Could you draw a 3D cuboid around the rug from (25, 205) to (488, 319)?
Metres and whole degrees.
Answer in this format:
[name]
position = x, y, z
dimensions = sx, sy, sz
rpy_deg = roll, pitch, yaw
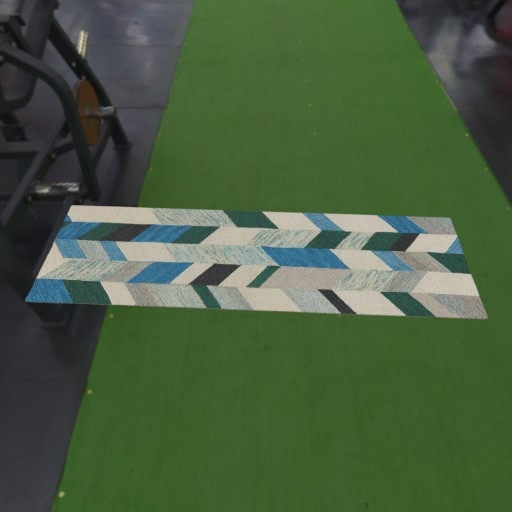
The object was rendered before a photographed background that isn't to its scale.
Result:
[rug]
position = 0.000, 0.000, 2.582
dimensions = 2.437, 0.008, 0.774
rpy_deg = 2, 48, 2
